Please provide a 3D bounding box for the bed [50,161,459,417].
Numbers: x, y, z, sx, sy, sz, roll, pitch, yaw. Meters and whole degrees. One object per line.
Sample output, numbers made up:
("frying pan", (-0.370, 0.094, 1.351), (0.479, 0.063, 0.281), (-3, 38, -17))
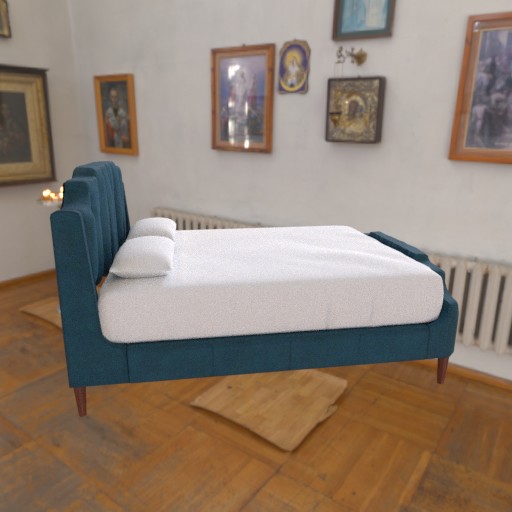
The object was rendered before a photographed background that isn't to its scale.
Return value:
("bed", (0.000, 0.000, 3.252), (2.322, 1.351, 1.676), (-2, 15, -9))
